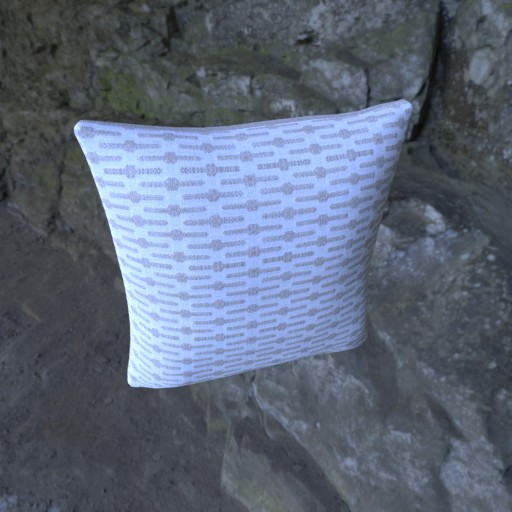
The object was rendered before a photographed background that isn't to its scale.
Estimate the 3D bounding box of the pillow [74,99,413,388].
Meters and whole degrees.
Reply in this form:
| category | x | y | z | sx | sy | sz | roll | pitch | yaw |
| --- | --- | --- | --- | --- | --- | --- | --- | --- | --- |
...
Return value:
| category | x | y | z | sx | sy | sz | roll | pitch | yaw |
| --- | --- | --- | --- | --- | --- | --- | --- | --- | --- |
| pillow | 0.000 | 0.000 | 0.761 | 0.496 | 0.491 | 0.219 | -9 | 31 | -15 |
